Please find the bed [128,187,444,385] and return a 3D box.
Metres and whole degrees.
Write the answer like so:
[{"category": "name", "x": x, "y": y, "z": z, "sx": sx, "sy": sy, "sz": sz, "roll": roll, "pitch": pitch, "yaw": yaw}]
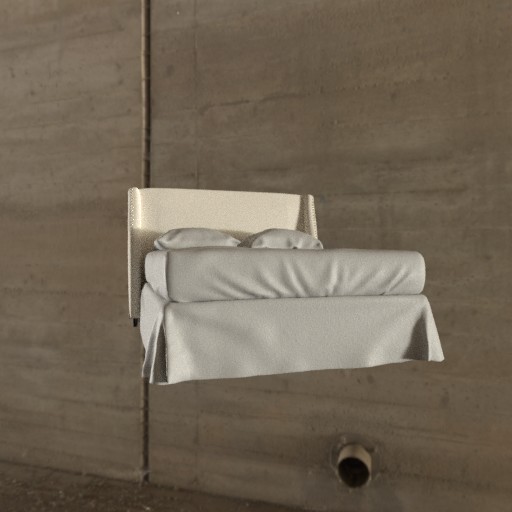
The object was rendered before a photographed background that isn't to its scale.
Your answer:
[{"category": "bed", "x": 0.000, "y": 0.000, "z": 3.528, "sx": 1.925, "sy": 1.332, "sz": 2.276, "roll": 0, "pitch": 0, "yaw": -17}]
